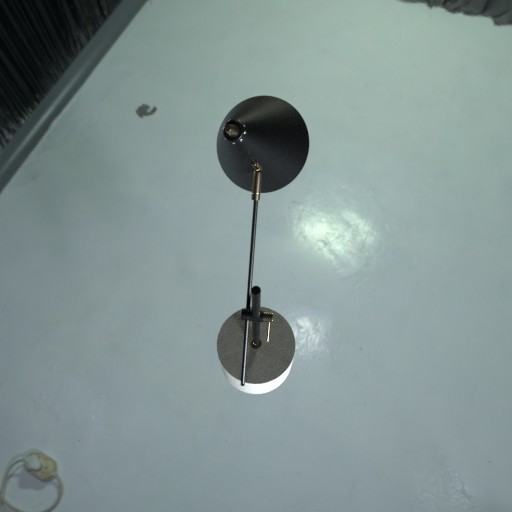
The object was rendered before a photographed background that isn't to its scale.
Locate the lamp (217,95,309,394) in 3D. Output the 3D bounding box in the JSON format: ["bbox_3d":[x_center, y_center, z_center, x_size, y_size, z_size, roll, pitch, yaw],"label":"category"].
[{"bbox_3d":[0.000,0.000,0.753,0.214,0.518,0.403,15,65,7],"label":"lamp"}]
